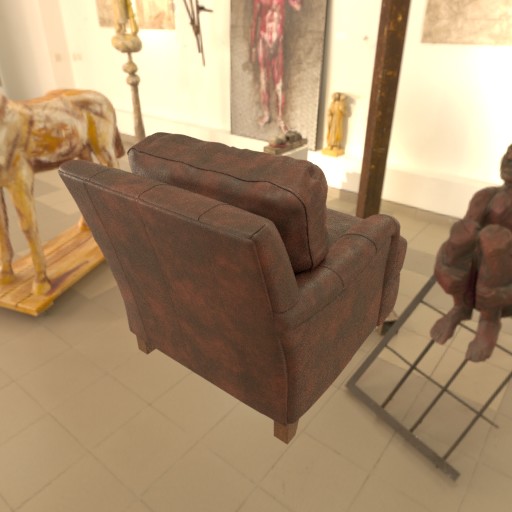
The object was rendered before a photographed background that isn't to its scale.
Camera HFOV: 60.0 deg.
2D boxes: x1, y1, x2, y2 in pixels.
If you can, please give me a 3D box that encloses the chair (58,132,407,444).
[{"bbox_3d":[0.000,0.000,1.928,0.987,1.051,1.156,21,36,32],"label":"chair"}]
